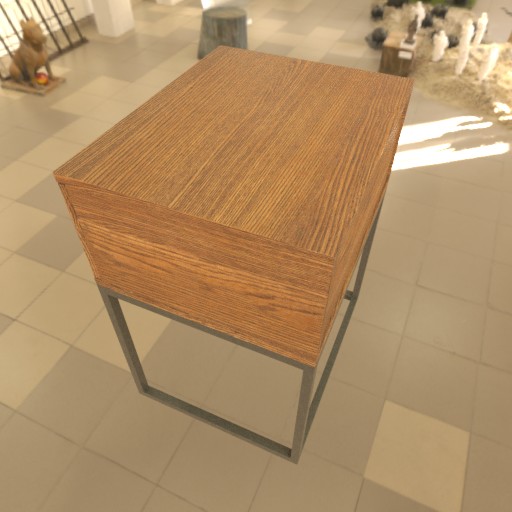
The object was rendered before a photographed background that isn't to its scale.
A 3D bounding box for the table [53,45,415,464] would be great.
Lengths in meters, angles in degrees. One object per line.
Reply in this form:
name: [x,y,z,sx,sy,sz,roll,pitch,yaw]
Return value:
table: [0.000,0.000,0.902,0.400,0.610,0.482,18,48,17]
